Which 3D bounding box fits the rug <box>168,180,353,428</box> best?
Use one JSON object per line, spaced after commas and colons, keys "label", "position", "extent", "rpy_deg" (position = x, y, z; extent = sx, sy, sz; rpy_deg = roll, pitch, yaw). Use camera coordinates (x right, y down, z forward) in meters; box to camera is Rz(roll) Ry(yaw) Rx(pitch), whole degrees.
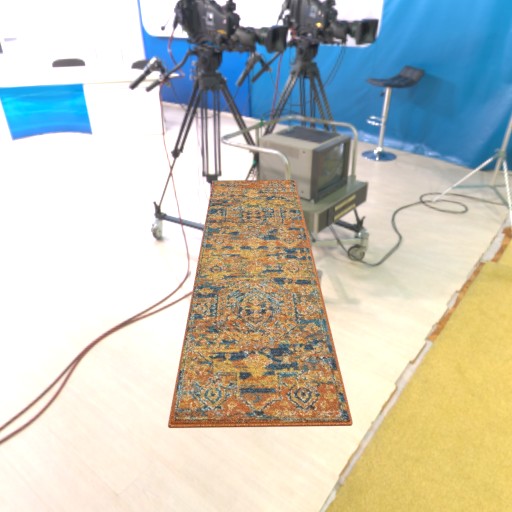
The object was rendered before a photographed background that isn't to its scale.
{"label": "rug", "position": [0.000, 0.000, 2.518], "extent": [0.651, 0.016, 2.274], "rpy_deg": [0, 32, -1]}
